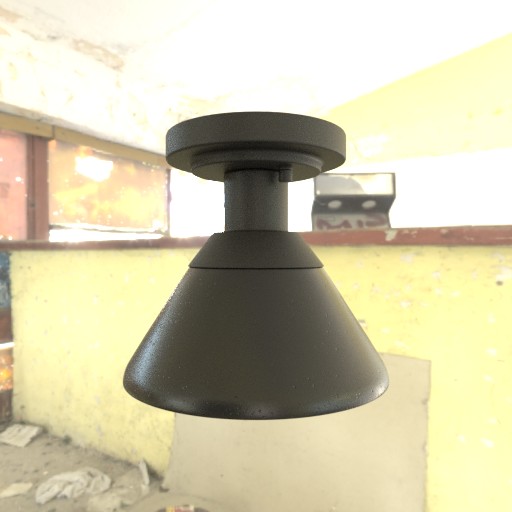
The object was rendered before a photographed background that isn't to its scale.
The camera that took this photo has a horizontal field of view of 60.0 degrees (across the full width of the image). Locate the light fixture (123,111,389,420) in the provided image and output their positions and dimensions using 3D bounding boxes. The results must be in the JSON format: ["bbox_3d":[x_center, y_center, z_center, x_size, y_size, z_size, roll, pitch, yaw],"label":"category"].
[{"bbox_3d":[0.000,0.000,0.348,0.200,0.183,0.200,0,0,0],"label":"light fixture"}]
